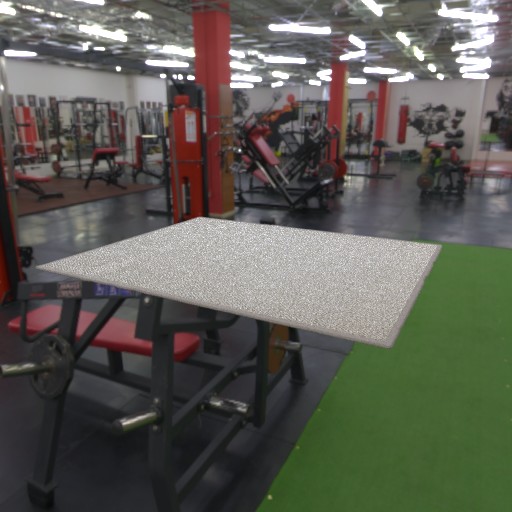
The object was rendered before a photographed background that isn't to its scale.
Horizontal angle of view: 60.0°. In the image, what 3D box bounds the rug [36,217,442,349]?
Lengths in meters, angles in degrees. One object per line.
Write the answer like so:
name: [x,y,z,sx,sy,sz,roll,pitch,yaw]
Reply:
rug: [0.000,0.000,4.153,3.007,0.032,2.434,9,19,27]
